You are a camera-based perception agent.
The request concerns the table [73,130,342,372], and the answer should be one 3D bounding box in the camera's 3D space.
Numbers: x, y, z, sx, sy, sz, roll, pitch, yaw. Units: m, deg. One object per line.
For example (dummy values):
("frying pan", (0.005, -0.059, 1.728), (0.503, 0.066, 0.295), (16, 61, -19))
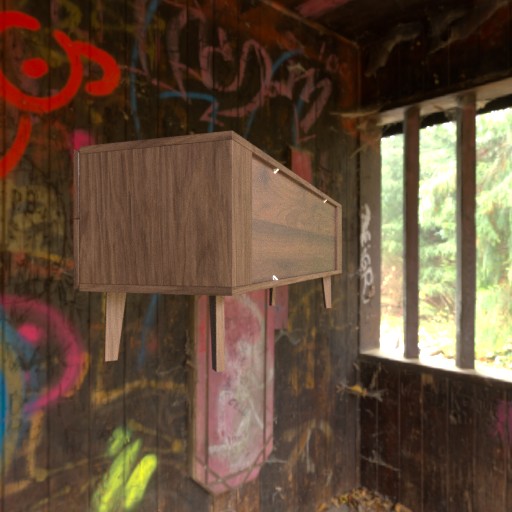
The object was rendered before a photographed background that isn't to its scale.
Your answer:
("table", (0.000, 0.000, 1.627), (0.405, 0.508, 1.397), (0, 0, 20))
